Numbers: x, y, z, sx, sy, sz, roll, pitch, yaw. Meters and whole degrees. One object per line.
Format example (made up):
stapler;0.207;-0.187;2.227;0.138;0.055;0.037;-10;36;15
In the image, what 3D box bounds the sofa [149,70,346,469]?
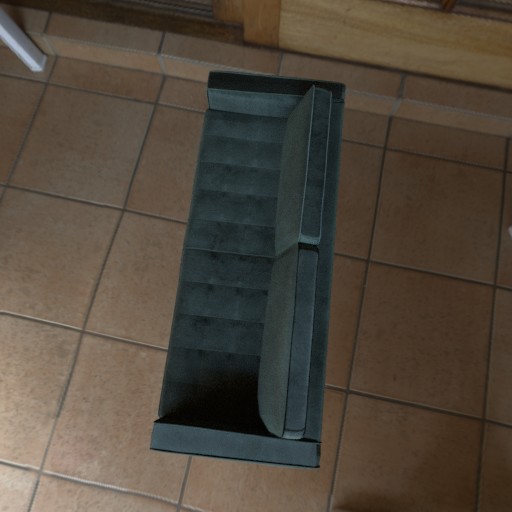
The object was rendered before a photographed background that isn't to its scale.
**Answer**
sofa;0.000;0.000;2.625;0.886;0.781;2.214;6;76;2
